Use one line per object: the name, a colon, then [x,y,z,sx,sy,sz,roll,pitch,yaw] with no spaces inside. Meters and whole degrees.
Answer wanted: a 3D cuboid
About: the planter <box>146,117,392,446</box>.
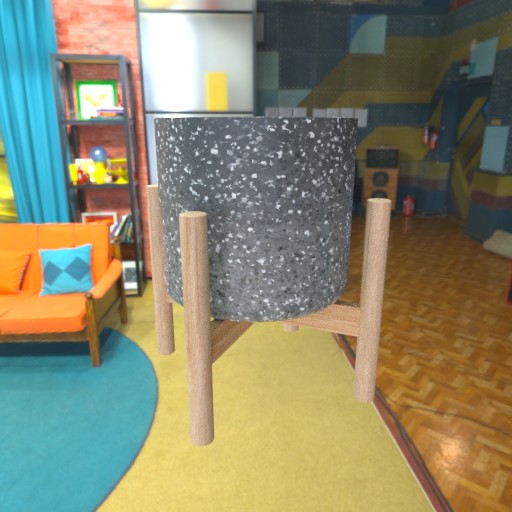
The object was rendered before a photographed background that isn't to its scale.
planter: [0.000,0.000,0.539,0.284,0.320,0.284,-16,23,-42]
